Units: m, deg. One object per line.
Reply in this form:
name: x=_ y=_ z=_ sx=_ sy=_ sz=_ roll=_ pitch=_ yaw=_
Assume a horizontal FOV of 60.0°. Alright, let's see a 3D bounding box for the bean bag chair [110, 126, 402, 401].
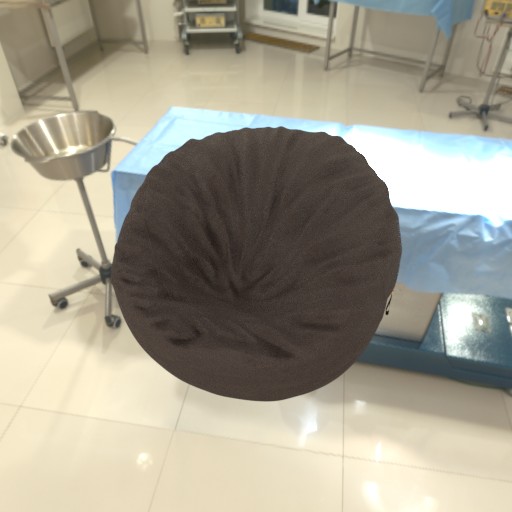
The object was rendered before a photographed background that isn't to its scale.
bean bag chair: x=0.000 y=0.000 z=2.024 sx=1.245 sy=0.821 sz=1.245 roll=0 pitch=41 yaw=0
